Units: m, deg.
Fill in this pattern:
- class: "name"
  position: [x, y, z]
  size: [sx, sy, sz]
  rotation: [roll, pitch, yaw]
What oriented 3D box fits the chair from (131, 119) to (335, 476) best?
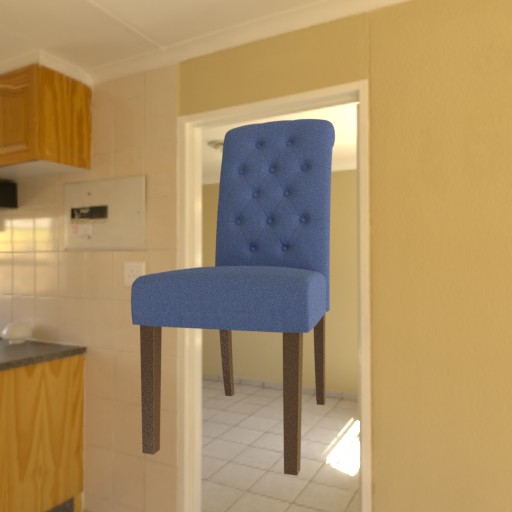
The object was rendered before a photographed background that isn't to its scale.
- class: "chair"
  position: [0.000, 0.000, 1.376]
  size: [0.456, 1.006, 0.671]
  rotation: [0, -1, 18]
